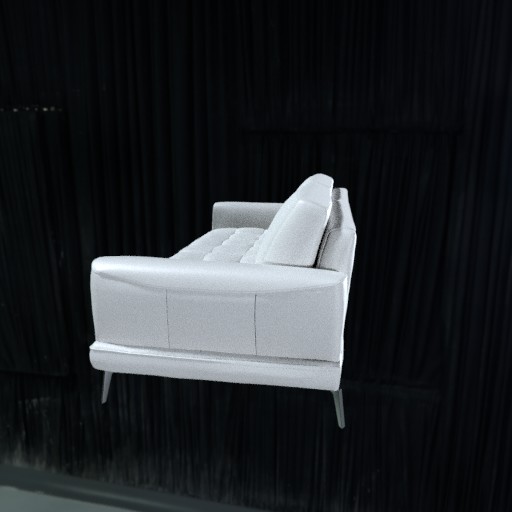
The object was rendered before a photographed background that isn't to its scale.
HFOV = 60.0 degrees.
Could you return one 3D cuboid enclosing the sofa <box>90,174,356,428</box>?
[{"bbox_3d":[0.000,0.000,2.757,1.121,0.930,2.177,2,14,10],"label":"sofa"}]
